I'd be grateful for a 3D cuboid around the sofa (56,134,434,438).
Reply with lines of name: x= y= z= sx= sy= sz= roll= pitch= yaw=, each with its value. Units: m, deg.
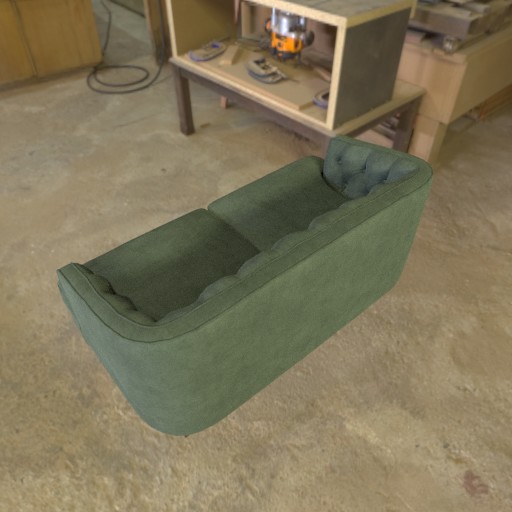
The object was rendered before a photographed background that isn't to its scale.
sofa: x=0.000 y=0.000 z=2.248 sx=1.733 sy=0.855 sz=0.941 roll=-30 pitch=52 yaw=-27
